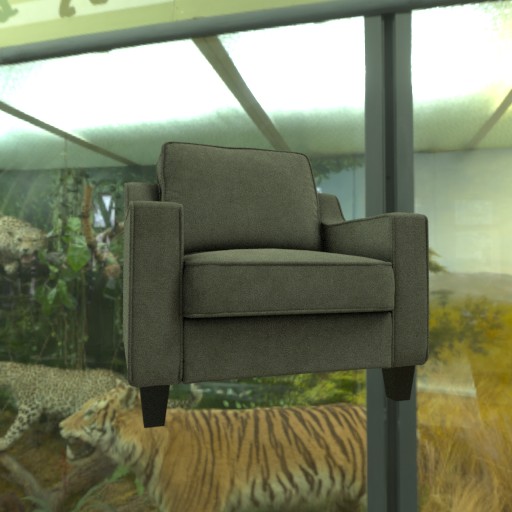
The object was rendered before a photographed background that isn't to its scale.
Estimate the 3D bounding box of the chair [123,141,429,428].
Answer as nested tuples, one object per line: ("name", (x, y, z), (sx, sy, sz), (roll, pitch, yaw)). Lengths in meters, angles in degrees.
("chair", (0.000, 0.000, 1.634), (0.926, 0.944, 0.840), (1, -2, -18))
